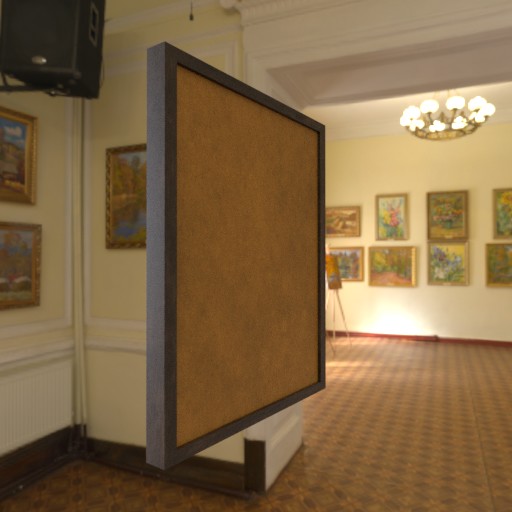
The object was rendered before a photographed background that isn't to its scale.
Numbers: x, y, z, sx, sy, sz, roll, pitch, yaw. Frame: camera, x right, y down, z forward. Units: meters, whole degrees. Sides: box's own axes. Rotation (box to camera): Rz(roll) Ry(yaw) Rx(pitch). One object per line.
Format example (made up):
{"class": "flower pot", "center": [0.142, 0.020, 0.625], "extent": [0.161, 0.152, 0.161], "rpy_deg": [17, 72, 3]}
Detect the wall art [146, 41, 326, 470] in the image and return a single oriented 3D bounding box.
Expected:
{"class": "wall art", "center": [0.000, 0.000, 0.560], "extent": [0.027, 0.406, 0.329], "rpy_deg": [0, -1, 36]}
